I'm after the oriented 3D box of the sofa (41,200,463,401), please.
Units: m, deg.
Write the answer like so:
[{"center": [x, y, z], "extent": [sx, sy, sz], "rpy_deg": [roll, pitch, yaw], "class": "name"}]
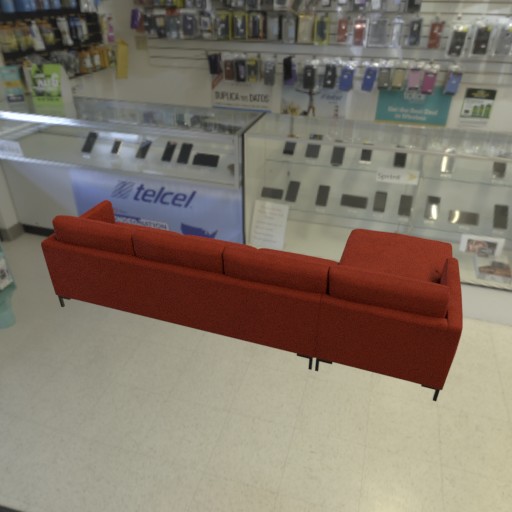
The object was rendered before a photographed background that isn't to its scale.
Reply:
[{"center": [0.000, 0.000, 2.922], "extent": [2.467, 0.663, 1.136], "rpy_deg": [11, 34, 16], "class": "sofa"}]
